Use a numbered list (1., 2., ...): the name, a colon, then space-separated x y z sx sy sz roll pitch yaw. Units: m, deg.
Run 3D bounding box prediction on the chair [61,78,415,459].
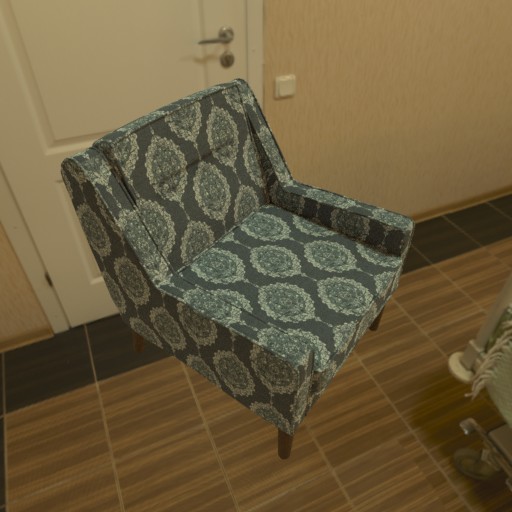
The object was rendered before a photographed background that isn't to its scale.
1. chair: 0.000 0.000 1.327 0.743 0.792 0.663 26 48 27
